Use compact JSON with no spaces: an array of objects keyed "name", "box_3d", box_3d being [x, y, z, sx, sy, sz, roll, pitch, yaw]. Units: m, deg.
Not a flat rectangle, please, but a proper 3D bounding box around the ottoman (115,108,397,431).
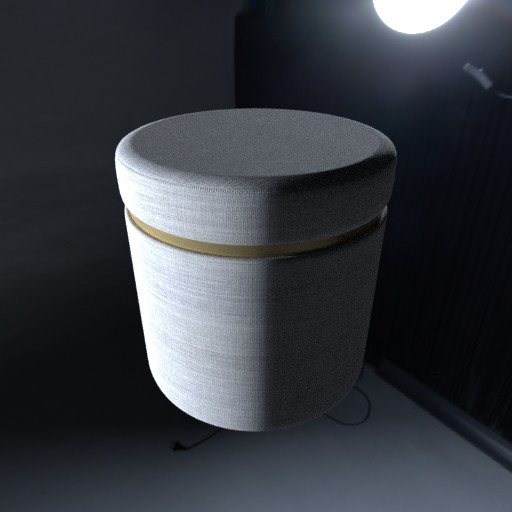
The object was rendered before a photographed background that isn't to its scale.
[{"name":"ottoman","box_3d":[0.000,0.000,0.742,0.400,0.406,0.400,0,30,0]}]
